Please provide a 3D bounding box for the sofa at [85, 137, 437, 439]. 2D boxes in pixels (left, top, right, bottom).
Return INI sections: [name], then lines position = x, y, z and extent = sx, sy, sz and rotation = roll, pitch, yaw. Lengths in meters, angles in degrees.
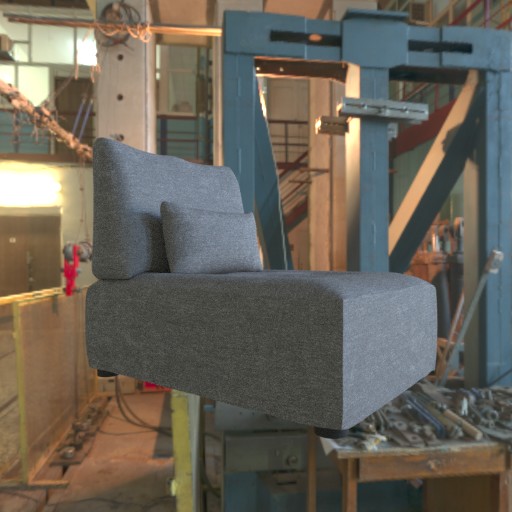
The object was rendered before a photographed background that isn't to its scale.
[sofa]
position = 0.000, 0.000, 1.518
extent = 1.000, 0.820, 0.700
rotation = 0, 0, 38
